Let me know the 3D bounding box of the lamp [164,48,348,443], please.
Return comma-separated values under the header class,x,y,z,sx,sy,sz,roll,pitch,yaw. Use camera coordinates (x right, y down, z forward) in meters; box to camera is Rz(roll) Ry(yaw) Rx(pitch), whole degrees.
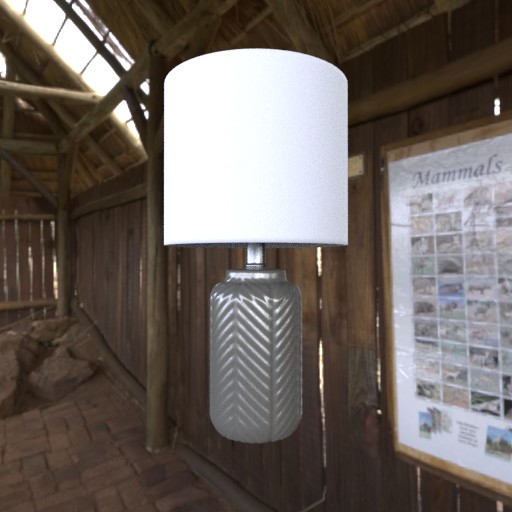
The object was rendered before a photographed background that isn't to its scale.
class,x,y,z,sx,sy,sz,roll,pitch,yaw
lamp,0.000,0.000,0.501,0.203,0.389,0.203,0,-1,36
